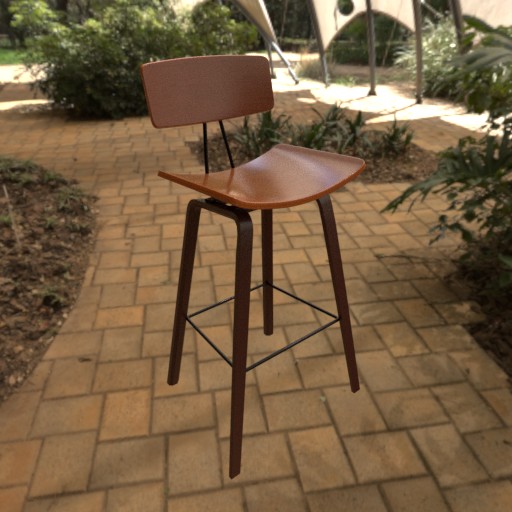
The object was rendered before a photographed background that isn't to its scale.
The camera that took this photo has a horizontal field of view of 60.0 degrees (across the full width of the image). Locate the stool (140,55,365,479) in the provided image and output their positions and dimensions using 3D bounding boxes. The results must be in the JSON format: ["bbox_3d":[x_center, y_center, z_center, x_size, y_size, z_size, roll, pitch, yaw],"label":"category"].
[{"bbox_3d":[0.000,0.000,1.209,0.509,0.969,0.440,-21,35,-33],"label":"stool"}]
